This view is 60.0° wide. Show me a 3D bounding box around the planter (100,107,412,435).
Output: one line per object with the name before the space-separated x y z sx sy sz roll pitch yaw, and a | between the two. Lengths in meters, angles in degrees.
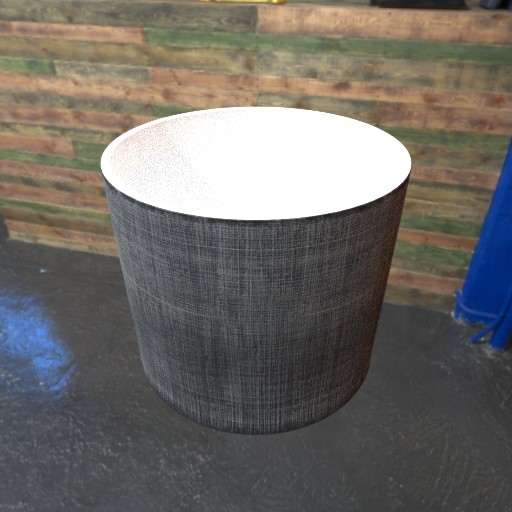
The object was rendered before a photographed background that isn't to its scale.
planter | 0.000 0.000 0.437 0.254 0.221 0.254 0 34 0
